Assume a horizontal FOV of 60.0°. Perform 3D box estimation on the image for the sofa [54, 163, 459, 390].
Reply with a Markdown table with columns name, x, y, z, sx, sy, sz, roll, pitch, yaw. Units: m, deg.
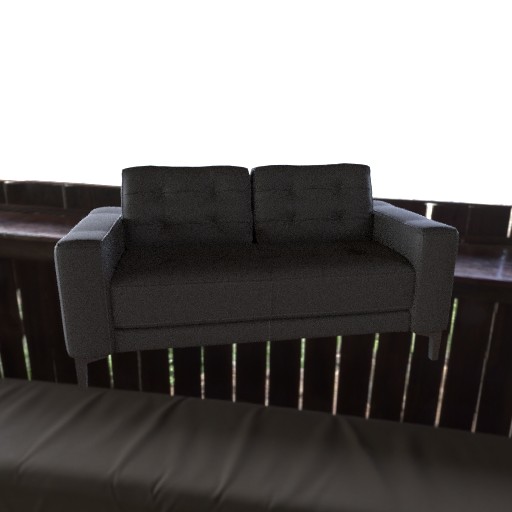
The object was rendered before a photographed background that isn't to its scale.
| name | x | y | z | sx | sy | sz | roll | pitch | yaw |
| --- | --- | --- | --- | --- | --- | --- | --- | --- | --- |
| sofa | 0.000 | 0.000 | 2.247 | 1.726 | 0.892 | 0.833 | -2 | 16 | -9 |
